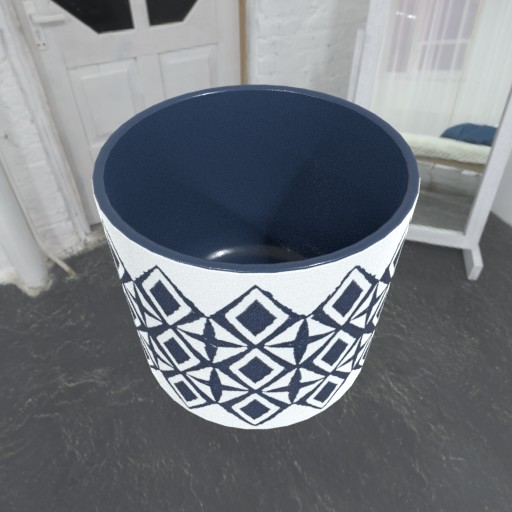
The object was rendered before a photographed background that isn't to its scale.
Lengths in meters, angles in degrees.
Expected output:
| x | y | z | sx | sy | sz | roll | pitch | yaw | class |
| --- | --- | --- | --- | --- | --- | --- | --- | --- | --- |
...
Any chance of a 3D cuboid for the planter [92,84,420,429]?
| x | y | z | sx | sy | sz | roll | pitch | yaw | class |
| --- | --- | --- | --- | --- | --- | --- | --- | --- | --- |
| 0.000 | 0.000 | 0.309 | 0.182 | 0.165 | 0.182 | 0 | 46 | 0 | planter |
